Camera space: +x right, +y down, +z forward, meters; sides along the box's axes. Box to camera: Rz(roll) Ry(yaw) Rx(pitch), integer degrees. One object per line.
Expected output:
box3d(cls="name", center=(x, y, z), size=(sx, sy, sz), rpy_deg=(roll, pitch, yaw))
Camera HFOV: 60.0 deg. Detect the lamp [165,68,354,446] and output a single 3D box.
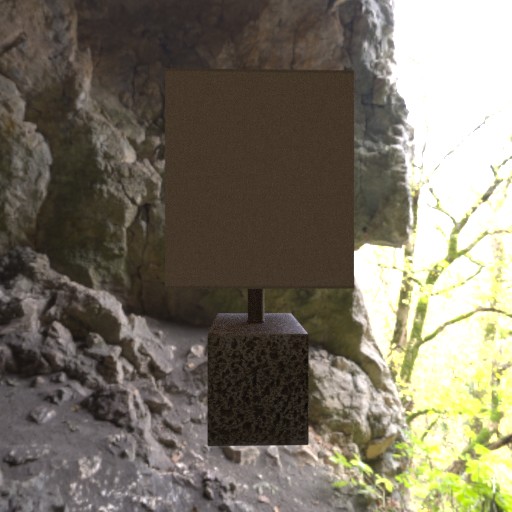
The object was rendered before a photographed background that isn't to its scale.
box3d(cls="lamp", center=(0.000, 0.000, 0.567), size=(0.180, 0.411, 0.294), rpy_deg=(0, 0, -2))
